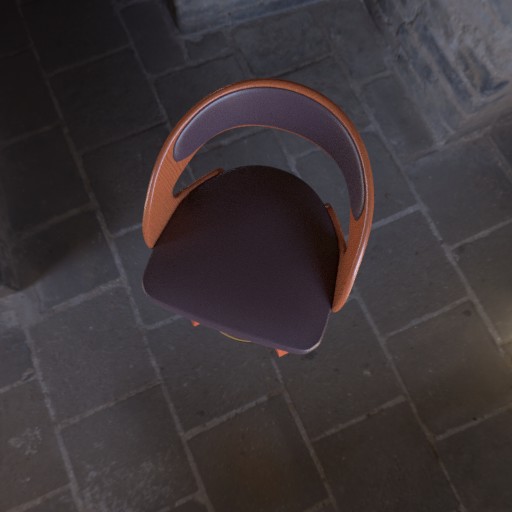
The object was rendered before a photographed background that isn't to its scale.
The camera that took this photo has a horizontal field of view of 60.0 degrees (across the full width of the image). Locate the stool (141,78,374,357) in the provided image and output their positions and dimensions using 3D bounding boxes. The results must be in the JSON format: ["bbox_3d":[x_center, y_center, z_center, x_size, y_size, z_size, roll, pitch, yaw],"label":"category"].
[{"bbox_3d":[0.000,0.000,1.213,0.457,0.940,0.457,19,78,4],"label":"stool"}]
